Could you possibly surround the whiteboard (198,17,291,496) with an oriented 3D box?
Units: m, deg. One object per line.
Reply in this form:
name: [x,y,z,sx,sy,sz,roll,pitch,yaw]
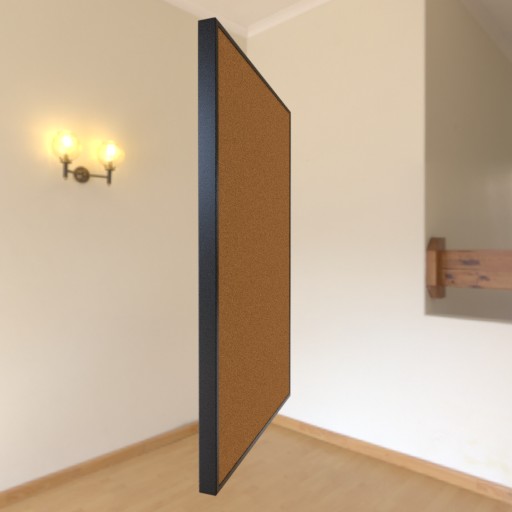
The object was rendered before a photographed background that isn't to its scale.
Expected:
whiteboard: [0.000,0.000,0.761,0.026,0.611,0.406,0,1,18]
